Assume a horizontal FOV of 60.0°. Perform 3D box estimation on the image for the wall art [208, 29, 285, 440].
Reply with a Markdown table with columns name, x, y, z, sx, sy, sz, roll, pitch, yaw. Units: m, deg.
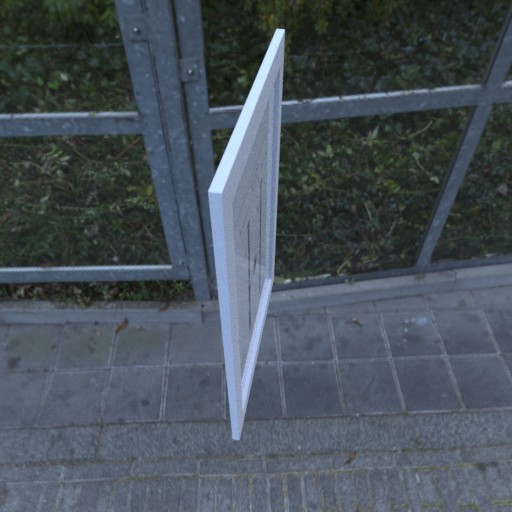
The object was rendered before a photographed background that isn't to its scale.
| name | x | y | z | sx | sy | sz | roll | pitch | yaw |
| --- | --- | --- | --- | --- | --- | --- | --- | --- | --- |
| wall art | 0.000 | 0.000 | 0.616 | 0.011 | 0.482 | 0.329 | 8 | 47 | 7 |
